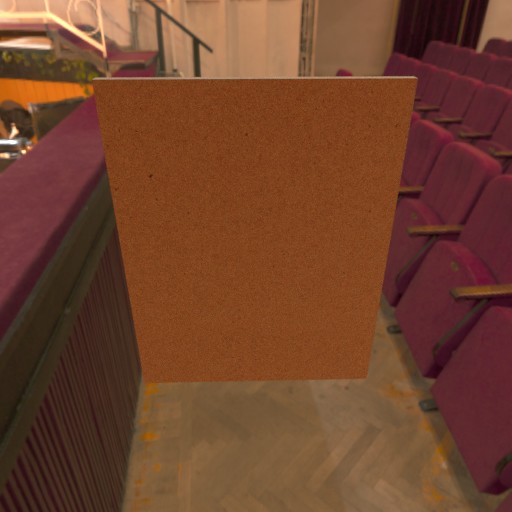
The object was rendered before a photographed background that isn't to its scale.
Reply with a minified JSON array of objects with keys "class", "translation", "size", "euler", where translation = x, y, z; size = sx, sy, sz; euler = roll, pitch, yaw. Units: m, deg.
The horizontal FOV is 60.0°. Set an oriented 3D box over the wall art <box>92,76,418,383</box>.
[{"class":"wall art","translation":[0.000,0.000,0.814],"size":[0.481,0.613,0.020],"euler":[-1,30,-1]}]
